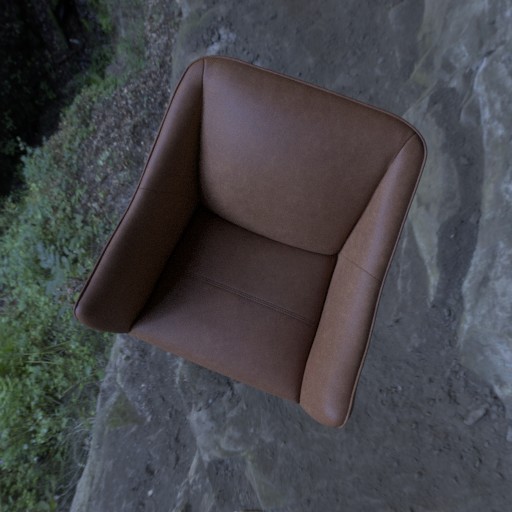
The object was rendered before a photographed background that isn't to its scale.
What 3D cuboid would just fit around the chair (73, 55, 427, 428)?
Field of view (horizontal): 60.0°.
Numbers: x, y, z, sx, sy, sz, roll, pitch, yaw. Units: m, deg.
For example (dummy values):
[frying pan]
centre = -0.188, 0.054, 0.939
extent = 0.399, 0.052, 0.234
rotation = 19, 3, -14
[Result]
[chair]
centre = 0.000, 0.000, 1.532
extent = 0.871, 0.830, 0.852
rotation = 21, 78, 5
